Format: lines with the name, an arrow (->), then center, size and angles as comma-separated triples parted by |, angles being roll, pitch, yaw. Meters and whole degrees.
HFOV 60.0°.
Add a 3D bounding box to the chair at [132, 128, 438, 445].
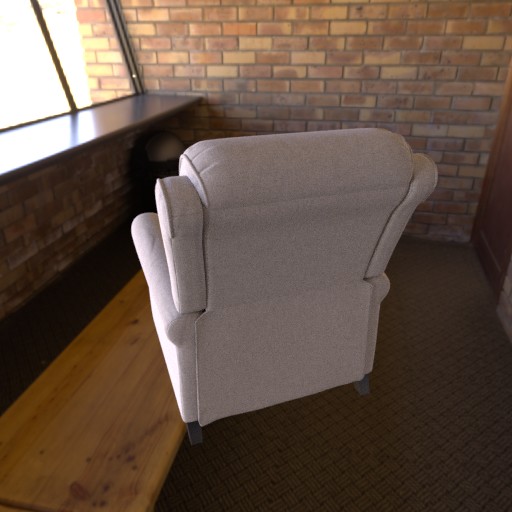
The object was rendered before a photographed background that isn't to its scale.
chair -> 0.000, 0.000, 1.710 | 0.859, 1.046, 0.919 | -9, 27, -18
